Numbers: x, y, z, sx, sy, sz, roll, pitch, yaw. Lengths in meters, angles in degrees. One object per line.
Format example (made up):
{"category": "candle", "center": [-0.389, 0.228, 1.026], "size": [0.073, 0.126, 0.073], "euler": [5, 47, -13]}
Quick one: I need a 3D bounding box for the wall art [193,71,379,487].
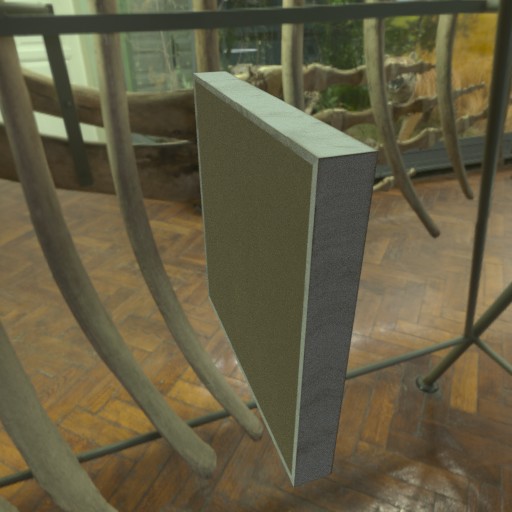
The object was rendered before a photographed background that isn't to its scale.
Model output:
{"category": "wall art", "center": [0.000, 0.000, 0.447], "size": [0.038, 0.303, 0.305], "euler": [-11, 33, -17]}
